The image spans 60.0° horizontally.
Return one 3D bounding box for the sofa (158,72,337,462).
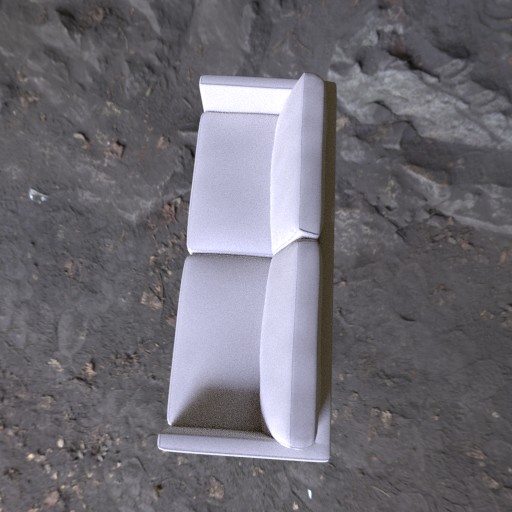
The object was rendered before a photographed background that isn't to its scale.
[{"bbox_3d":[0.000,0.000,2.903,0.951,0.962,2.361,4,74,1],"label":"sofa"}]
